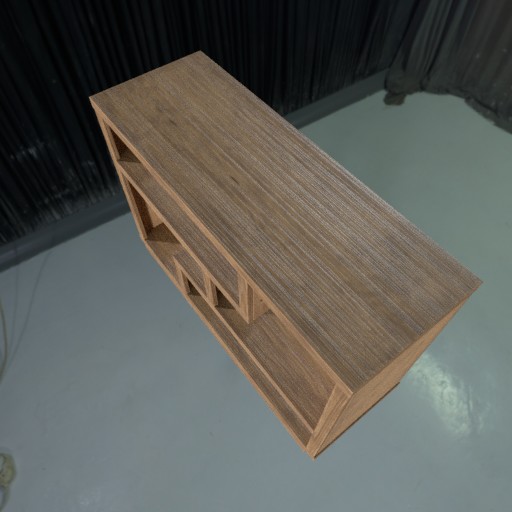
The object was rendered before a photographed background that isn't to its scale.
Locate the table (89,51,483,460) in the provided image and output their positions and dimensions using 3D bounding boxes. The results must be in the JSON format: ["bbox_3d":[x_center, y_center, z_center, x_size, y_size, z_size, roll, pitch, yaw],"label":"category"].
[{"bbox_3d":[0.000,0.000,1.499,0.410,0.771,1.151,-33,62,-20],"label":"table"}]
